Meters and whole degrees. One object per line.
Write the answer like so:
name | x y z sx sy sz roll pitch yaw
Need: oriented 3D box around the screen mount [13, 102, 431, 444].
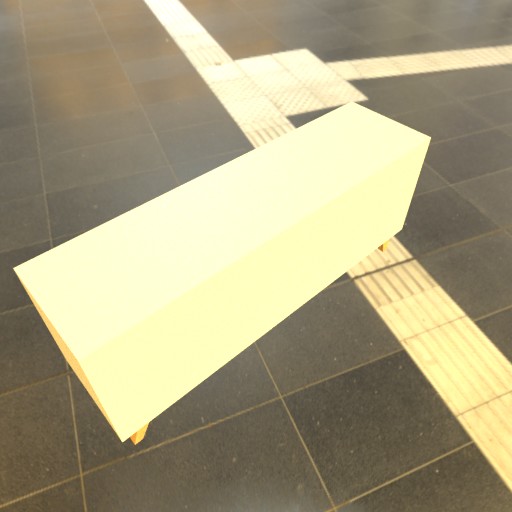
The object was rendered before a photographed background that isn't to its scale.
screen mount | 0.000 0.000 1.721 1.490 0.619 0.400 -33 54 -28
